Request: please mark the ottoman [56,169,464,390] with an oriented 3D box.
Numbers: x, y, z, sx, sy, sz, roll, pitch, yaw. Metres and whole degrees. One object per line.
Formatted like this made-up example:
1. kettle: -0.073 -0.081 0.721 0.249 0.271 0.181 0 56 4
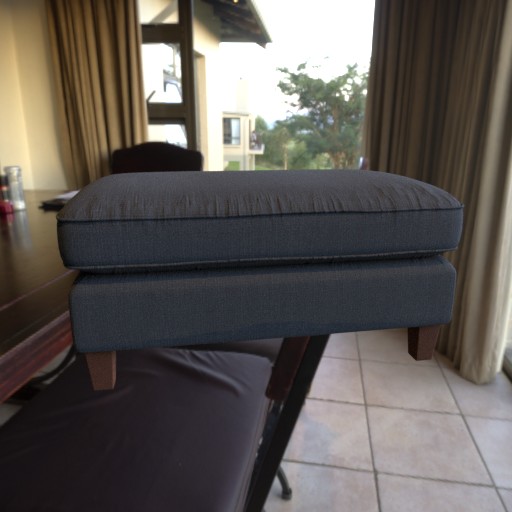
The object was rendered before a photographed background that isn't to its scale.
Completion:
1. ottoman: 0.000 0.000 1.196 0.885 0.438 0.570 -3 17 -9
